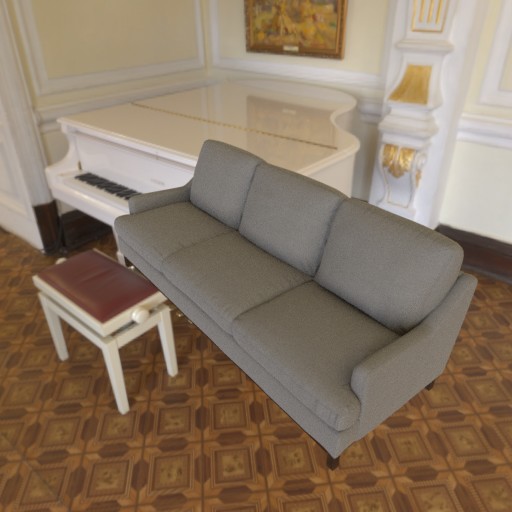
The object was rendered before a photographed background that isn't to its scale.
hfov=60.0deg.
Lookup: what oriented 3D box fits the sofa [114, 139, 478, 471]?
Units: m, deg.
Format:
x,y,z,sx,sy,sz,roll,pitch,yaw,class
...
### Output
x,y,z,sx,sy,sz,roll,pitch,yaw,class
0.000,0.000,2.823,0.987,0.926,2.344,-22,38,-32,sofa
